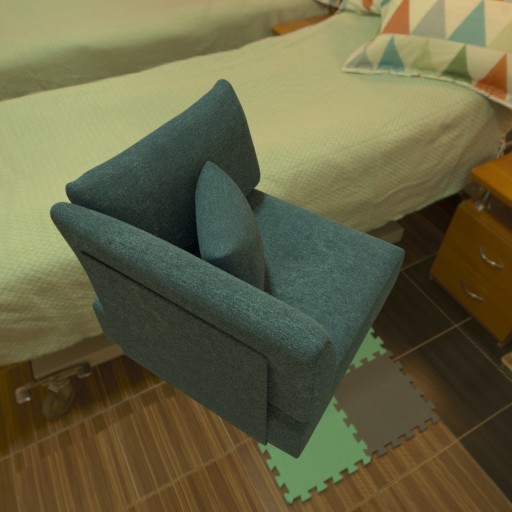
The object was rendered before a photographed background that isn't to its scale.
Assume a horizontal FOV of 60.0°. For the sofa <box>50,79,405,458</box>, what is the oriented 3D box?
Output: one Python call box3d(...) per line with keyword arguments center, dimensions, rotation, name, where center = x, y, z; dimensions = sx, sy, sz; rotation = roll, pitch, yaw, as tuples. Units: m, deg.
box3d(center=(0.000, 0.000, 1.745), dimensions=(1.000, 0.820, 1.000), rotation=(25, 52, 21), name="sofa")
